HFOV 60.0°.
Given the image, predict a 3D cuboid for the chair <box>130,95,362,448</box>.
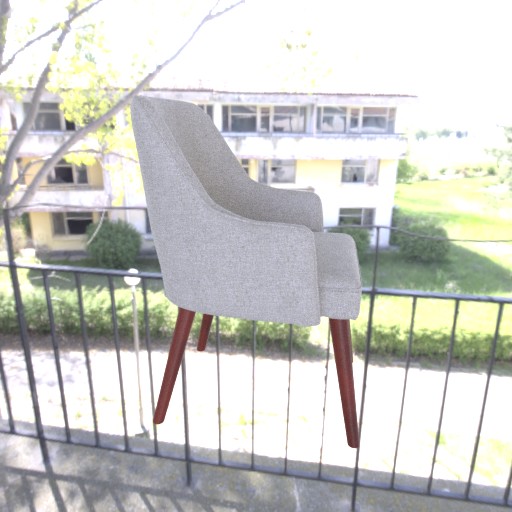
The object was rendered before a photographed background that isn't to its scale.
[{"bbox_3d":[0.000,0.000,1.247,0.605,0.849,0.548,3,17,9],"label":"chair"}]
